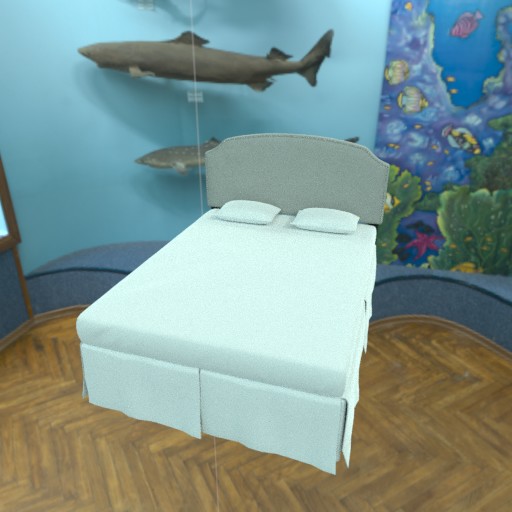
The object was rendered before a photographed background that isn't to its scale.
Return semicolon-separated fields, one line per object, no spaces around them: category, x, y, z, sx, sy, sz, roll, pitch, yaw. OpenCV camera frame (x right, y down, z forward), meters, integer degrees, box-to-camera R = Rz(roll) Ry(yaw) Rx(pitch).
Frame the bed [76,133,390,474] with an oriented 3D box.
bed;0.000;0.000;2.946;1.558;1.270;1.999;8;26;16
